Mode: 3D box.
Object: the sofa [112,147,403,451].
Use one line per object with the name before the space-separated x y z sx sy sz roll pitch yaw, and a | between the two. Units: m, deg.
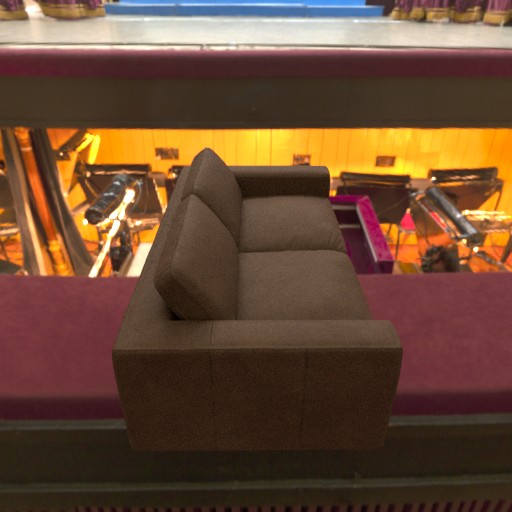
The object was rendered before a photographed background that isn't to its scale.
sofa | 0.000 0.000 2.449 1.070 0.800 1.920 0 31 0
